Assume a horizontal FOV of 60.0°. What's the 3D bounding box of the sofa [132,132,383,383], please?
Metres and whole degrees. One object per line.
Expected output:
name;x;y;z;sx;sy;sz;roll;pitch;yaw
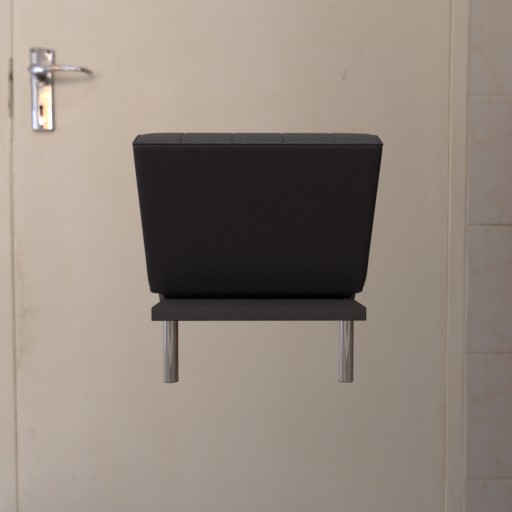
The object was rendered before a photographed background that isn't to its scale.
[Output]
sofa;0.000;0.000;2.077;0.760;0.820;1.560;0;2;0
